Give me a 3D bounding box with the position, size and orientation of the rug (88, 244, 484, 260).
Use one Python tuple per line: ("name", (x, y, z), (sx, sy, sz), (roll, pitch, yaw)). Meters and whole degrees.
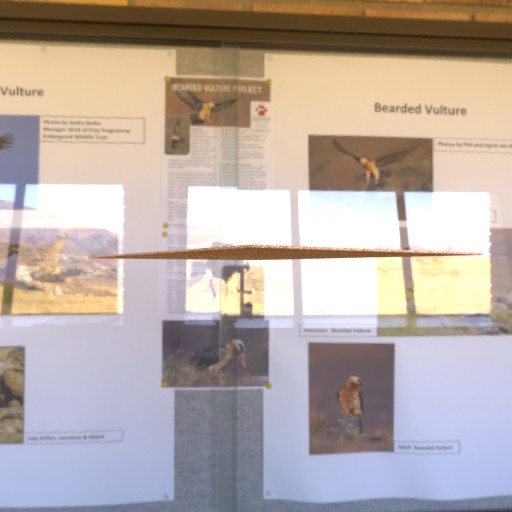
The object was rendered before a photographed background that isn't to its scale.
("rug", (0.000, 0.000, 2.806), (1.566, 0.013, 2.141), (1, -2, -36))
